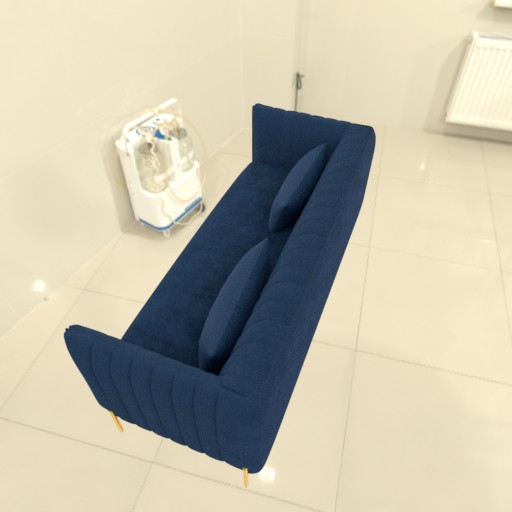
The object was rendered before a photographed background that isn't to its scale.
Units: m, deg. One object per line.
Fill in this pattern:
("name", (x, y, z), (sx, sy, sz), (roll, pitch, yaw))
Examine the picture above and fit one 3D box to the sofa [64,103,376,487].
("sofa", (0.000, 0.000, 2.561), (0.896, 0.793, 2.136), (16, 48, 15))
